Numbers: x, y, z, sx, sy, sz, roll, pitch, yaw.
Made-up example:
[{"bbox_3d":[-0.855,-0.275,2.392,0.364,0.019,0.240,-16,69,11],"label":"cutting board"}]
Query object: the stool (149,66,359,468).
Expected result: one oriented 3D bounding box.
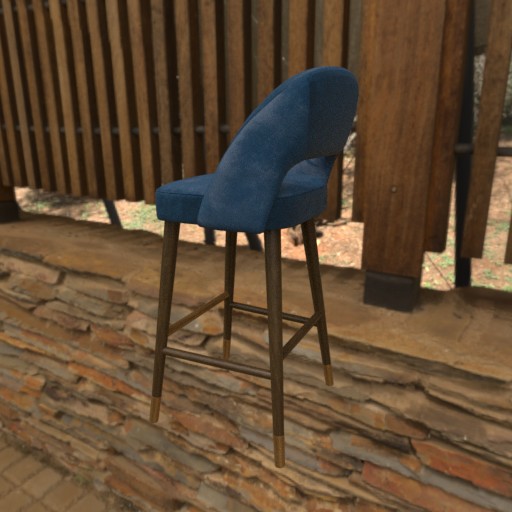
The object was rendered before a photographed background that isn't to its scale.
[{"bbox_3d":[0.000,0.000,1.324,0.515,1.016,0.514,8,18,25],"label":"stool"}]
